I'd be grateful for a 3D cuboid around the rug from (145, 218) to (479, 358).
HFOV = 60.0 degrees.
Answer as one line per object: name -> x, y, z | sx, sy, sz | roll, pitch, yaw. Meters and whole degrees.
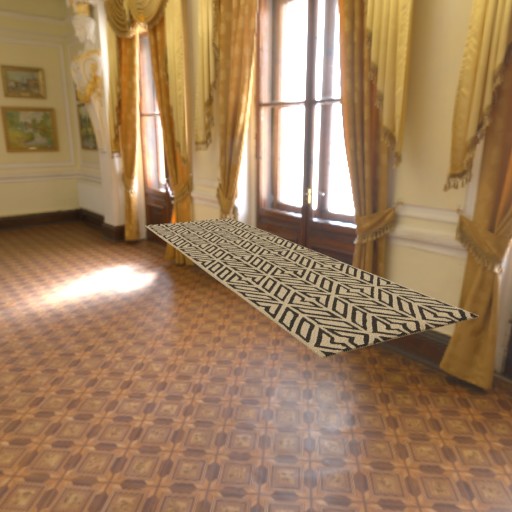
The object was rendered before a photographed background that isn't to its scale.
rug -> 0.000, 0.000, 2.635 | 0.750, 0.009, 2.435 | -8, 17, -26
